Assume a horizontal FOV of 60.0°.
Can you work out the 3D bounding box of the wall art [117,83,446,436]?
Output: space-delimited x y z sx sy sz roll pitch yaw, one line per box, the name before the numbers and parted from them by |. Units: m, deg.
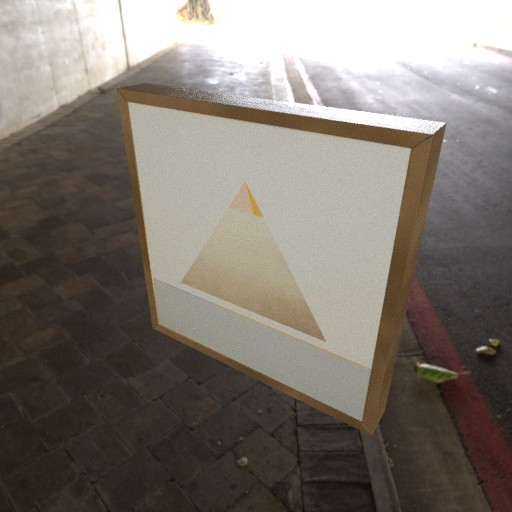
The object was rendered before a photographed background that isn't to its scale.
wall art | 0.000 0.000 0.455 0.305 0.303 0.038 19 35 28
